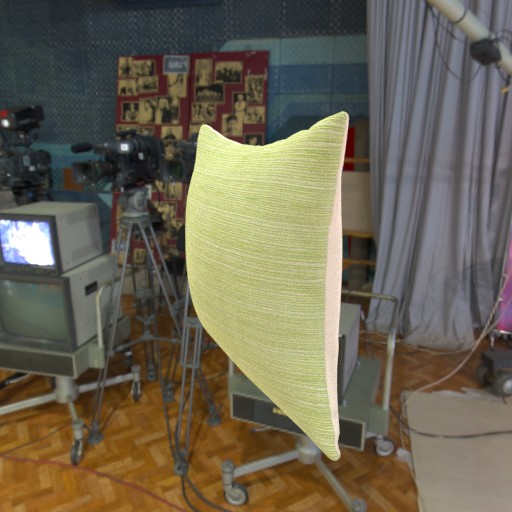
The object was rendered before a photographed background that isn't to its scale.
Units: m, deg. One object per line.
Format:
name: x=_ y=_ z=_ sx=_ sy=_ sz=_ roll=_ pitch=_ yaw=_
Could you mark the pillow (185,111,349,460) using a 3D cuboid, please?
pillow: x=0.000 y=0.000 z=0.823 sx=0.229 sy=0.487 sz=0.560 roll=-7 pitch=17 yaw=-24
